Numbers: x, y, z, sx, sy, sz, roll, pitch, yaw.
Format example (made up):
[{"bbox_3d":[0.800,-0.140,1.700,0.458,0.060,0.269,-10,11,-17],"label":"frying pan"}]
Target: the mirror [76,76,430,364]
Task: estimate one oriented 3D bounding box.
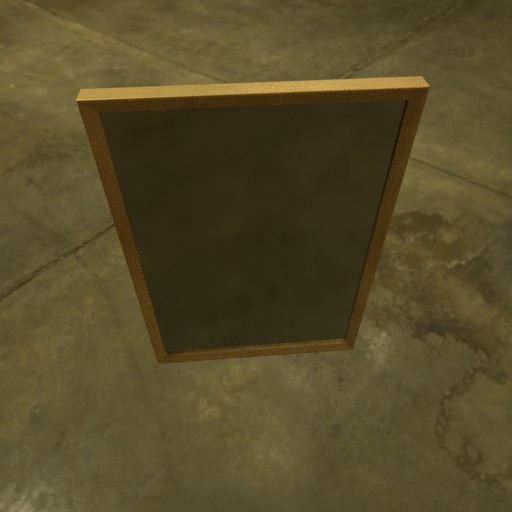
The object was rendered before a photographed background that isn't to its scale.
[{"bbox_3d":[0.000,0.000,0.901,0.507,0.710,0.039,-3,46,-3],"label":"mirror"}]
